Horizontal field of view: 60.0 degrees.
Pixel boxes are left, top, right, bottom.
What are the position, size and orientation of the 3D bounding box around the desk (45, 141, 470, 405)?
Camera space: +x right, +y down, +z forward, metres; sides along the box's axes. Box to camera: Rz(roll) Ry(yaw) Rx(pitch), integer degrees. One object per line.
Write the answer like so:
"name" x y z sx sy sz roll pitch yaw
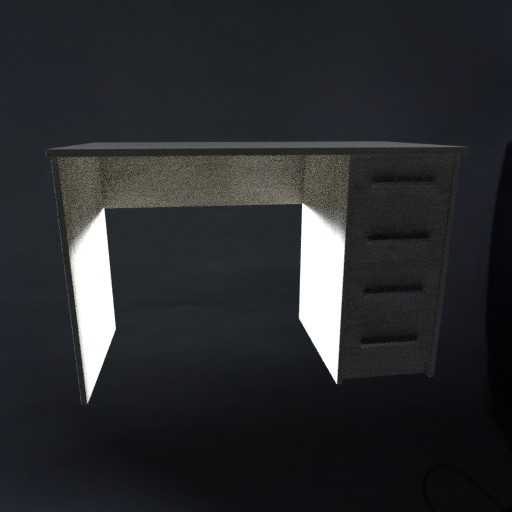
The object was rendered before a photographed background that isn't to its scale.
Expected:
"desk" 0.000 0.000 1.495 1.096 0.730 0.560 -2 16 -8
